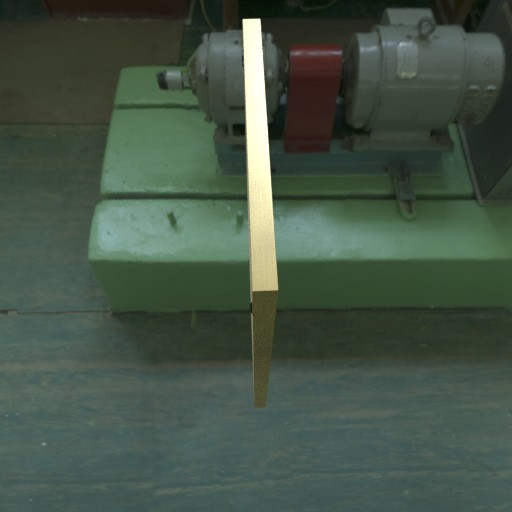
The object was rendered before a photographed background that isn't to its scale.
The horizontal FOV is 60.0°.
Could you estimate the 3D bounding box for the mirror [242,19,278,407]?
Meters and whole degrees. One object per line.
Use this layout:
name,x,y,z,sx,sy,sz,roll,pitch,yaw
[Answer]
mirror,0.000,0.000,1.165,0.041,0.915,0.609,-2,61,-1
